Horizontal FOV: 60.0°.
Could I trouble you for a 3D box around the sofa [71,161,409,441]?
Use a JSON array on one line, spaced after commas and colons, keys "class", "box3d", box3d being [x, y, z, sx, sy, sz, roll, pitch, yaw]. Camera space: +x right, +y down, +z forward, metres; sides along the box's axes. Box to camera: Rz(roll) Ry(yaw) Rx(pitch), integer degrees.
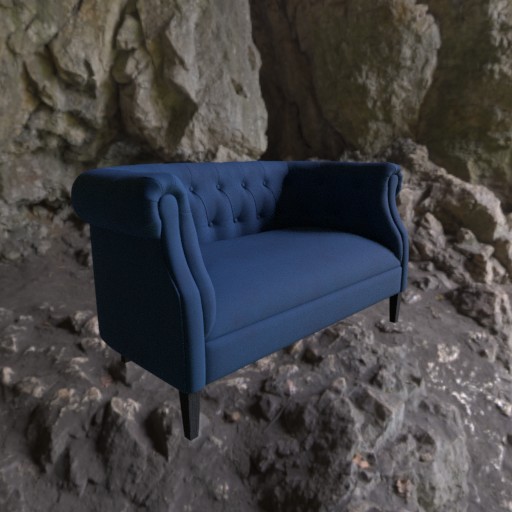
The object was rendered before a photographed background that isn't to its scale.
[{"class": "sofa", "box3d": [0.000, 0.000, 2.027, 0.835, 0.827, 1.558, 13, 19, 43]}]
